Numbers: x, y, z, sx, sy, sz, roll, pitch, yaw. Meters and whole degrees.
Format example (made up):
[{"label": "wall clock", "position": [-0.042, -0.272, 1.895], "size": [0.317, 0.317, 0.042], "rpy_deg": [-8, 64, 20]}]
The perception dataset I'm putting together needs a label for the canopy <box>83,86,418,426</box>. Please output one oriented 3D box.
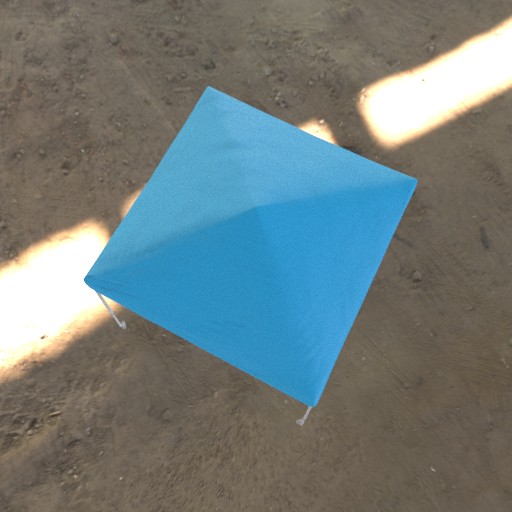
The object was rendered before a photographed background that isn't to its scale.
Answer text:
[{"label": "canopy", "position": [0.000, 0.000, 6.371], "size": [3.600, 3.600, 3.599], "rpy_deg": [26, 75, 8]}]
